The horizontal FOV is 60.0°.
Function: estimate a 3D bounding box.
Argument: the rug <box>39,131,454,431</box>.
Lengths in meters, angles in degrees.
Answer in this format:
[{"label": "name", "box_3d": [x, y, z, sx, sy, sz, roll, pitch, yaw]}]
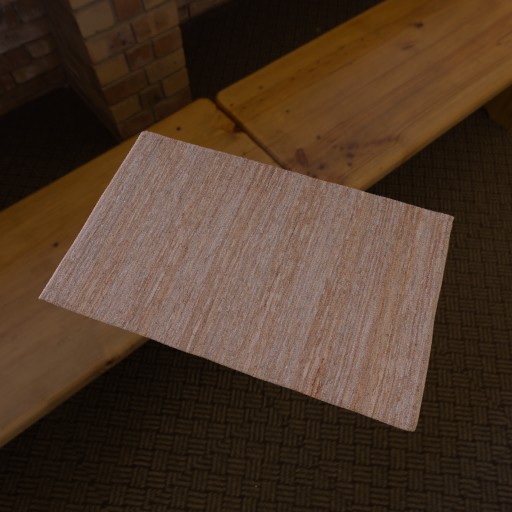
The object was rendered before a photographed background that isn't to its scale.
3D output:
[{"label": "rug", "box_3d": [0.000, 0.000, 3.000, 2.446, 0.009, 1.529, 17, 64, 9]}]
